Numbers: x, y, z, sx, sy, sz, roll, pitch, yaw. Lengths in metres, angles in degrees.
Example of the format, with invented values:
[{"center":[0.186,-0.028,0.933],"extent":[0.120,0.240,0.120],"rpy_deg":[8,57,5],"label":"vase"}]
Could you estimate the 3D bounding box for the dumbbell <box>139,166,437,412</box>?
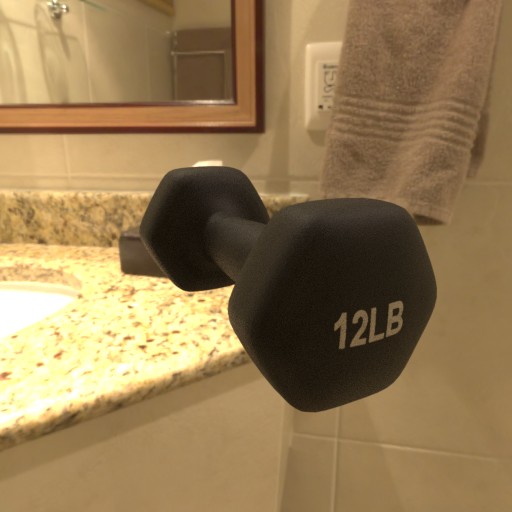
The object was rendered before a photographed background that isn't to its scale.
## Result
[{"center":[0.000,0.000,0.296],"extent":[0.112,0.101,0.231],"rpy_deg":[-8,19,-25],"label":"dumbbell"}]
